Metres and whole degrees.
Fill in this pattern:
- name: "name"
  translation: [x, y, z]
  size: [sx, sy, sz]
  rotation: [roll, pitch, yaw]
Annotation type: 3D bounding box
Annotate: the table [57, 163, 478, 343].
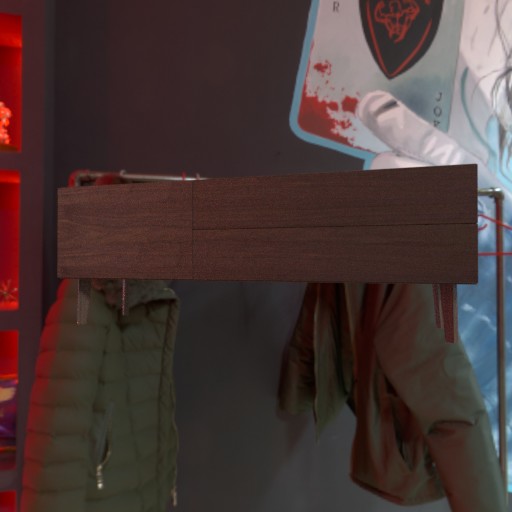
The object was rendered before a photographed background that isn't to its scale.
- name: "table"
  translation: [0.000, 0.000, 1.612]
  size: [1.397, 0.508, 0.405]
  rotation: [0, -1, 17]
